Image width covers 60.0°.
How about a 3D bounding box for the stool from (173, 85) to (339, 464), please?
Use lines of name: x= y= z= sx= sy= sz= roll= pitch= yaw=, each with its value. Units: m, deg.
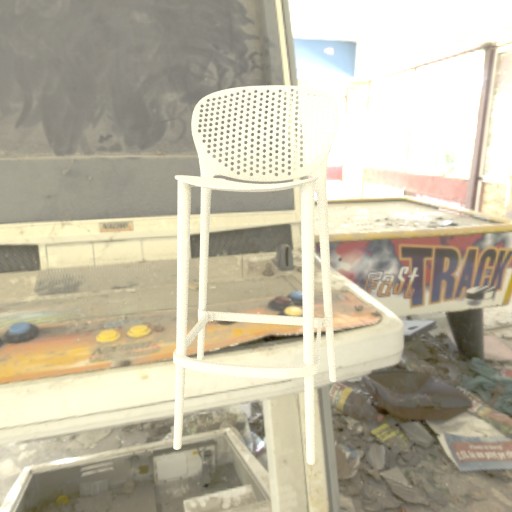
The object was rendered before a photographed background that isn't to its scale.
stool: x=0.000 y=0.000 z=1.358 sx=0.536 sy=1.045 sz=0.535 roll=2 pitch=14 yaw=9
